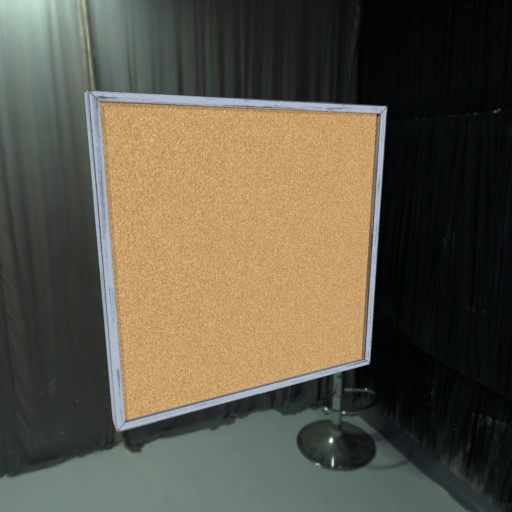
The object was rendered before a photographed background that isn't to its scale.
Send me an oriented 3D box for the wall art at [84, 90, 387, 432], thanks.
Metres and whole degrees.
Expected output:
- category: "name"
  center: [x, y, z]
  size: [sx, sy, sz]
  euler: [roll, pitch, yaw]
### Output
- category: "wall art"
  center: [0.000, 0.000, 0.759]
  size: [0.506, 0.506, 0.038]
  euler: [-7, 15, -26]
